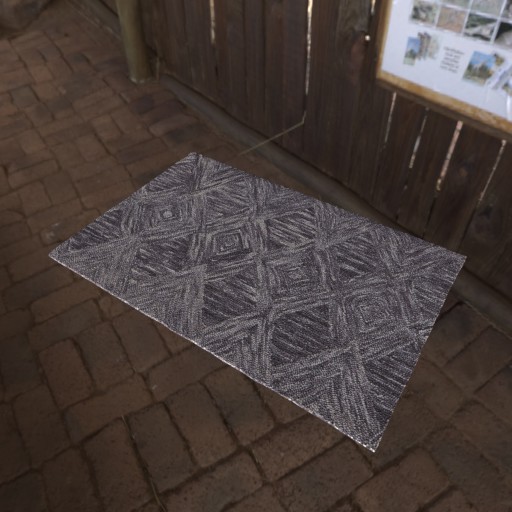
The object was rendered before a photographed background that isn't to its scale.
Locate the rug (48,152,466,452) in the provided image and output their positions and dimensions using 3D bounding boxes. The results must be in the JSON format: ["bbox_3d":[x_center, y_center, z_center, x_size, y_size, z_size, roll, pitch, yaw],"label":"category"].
[{"bbox_3d":[0.000,0.000,2.285,1.814,0.012,1.186,25,50,23],"label":"rug"}]
